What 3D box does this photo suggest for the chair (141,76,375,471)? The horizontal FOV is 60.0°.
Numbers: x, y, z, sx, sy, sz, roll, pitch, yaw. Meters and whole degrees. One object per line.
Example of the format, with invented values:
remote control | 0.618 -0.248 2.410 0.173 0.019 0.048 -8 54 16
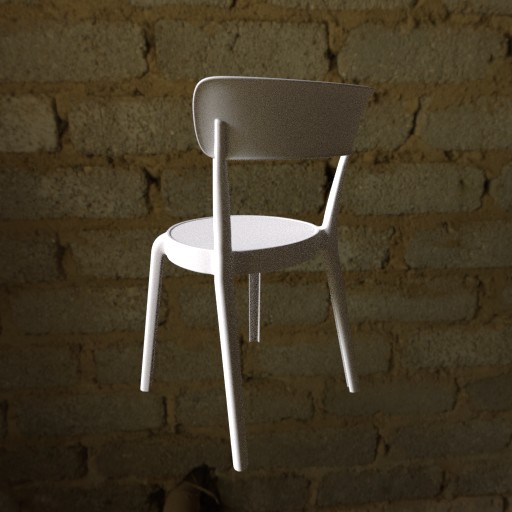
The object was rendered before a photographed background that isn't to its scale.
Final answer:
chair | 0.000 0.000 1.117 0.506 0.790 0.491 -15 22 -41
